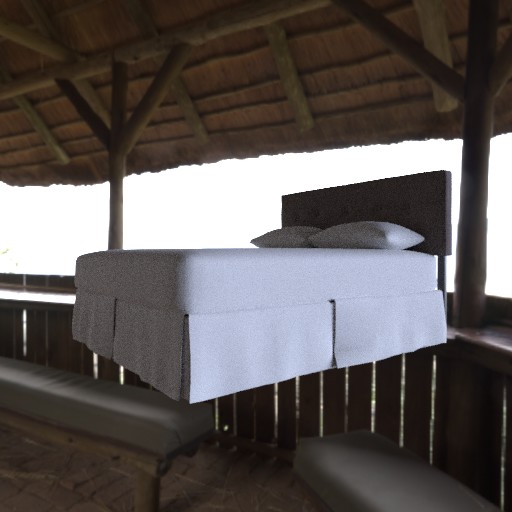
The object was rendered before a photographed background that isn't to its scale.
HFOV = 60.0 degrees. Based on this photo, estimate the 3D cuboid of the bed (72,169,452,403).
[{"bbox_3d":[0.000,0.000,2.825,1.894,1.089,1.610,0,1,-37],"label":"bed"}]
